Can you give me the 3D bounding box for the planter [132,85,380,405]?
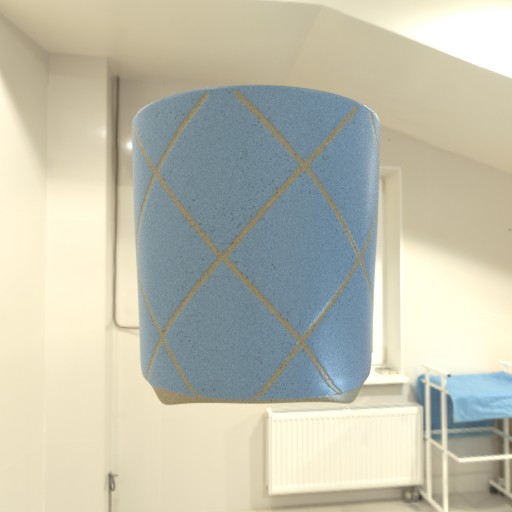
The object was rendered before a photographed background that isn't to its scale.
[{"bbox_3d":[0.000,0.000,0.418,0.227,0.235,0.227,0,-1,0],"label":"planter"}]
